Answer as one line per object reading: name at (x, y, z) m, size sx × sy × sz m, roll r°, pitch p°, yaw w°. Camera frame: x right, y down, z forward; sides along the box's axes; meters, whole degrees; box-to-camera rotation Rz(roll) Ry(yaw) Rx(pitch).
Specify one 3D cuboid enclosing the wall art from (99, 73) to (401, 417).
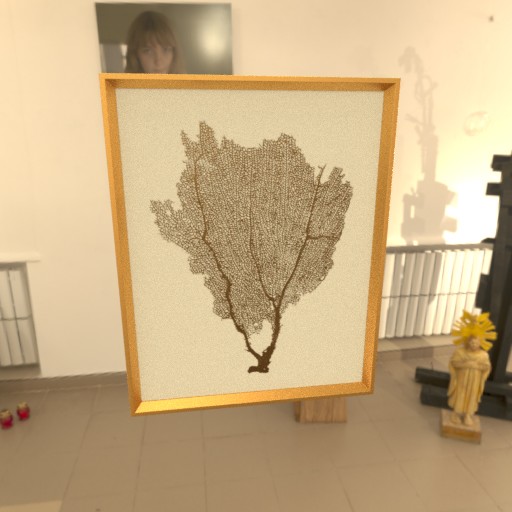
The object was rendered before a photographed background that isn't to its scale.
wall art at (0.000, 0.000, 1.011) m, size 0.610 × 0.762 × 0.038 m, roll -3°, pitch 17°, yaw -8°
